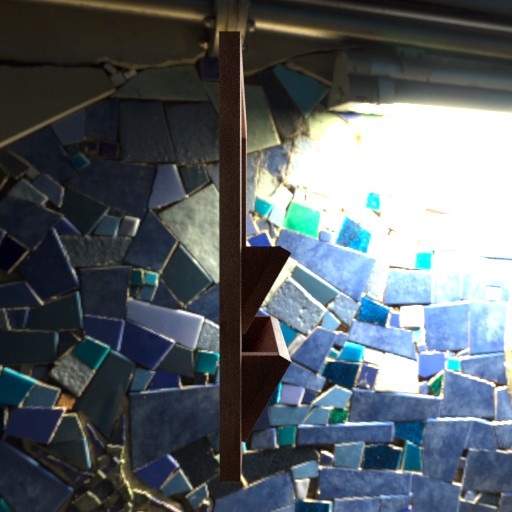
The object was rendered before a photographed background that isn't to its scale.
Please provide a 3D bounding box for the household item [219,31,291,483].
[{"bbox_3d":[0.000,0.000,0.553,0.067,0.407,0.310,0,1,0],"label":"household item"}]
